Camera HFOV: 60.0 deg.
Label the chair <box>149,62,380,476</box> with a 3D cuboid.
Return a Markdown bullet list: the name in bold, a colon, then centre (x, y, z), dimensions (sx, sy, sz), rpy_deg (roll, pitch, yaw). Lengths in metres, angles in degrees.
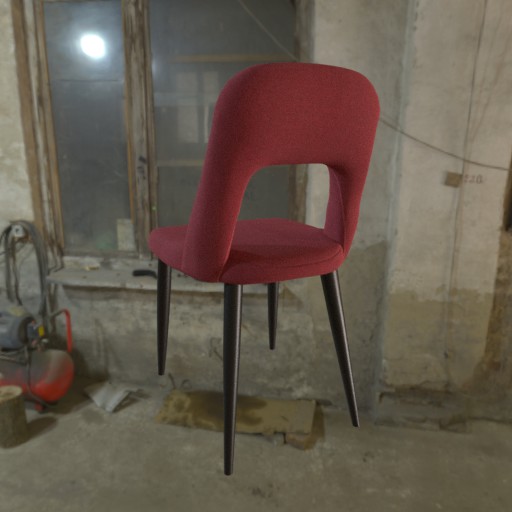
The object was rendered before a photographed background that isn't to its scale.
- **chair**: centre (0.000, 0.000, 1.200), dimensions (0.483, 0.892, 0.569), rpy_deg (-7, 16, -26)
